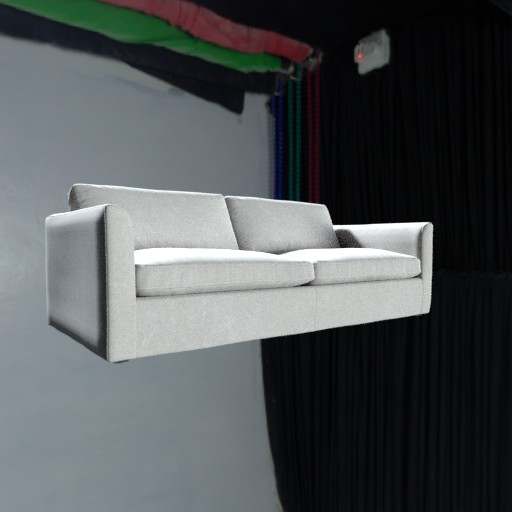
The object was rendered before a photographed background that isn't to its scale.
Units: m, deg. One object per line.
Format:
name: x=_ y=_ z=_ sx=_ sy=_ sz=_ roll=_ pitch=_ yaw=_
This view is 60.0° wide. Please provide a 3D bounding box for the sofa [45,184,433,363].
sofa: x=0.000 y=0.000 z=2.792 sx=2.588 sy=0.838 sz=1.090 roll=-1 pitch=1 yaw=-37
